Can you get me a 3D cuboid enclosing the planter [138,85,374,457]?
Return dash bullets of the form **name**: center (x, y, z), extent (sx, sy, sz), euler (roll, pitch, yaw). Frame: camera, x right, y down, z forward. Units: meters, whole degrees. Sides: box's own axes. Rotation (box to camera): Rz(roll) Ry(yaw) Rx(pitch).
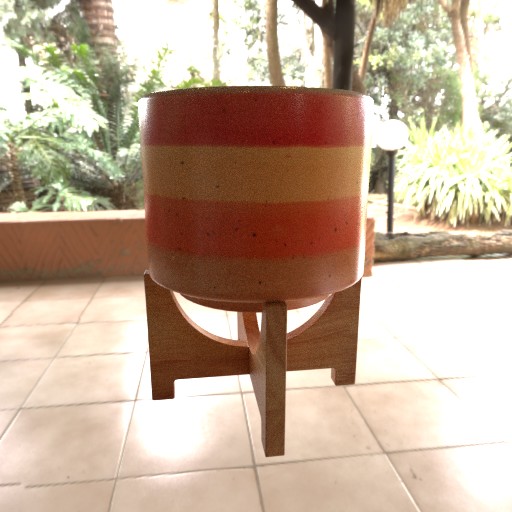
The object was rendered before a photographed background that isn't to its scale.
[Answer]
- **planter**: center (0.000, 0.000, 0.402), extent (0.199, 0.268, 0.199), euler (0, 14, 0)
